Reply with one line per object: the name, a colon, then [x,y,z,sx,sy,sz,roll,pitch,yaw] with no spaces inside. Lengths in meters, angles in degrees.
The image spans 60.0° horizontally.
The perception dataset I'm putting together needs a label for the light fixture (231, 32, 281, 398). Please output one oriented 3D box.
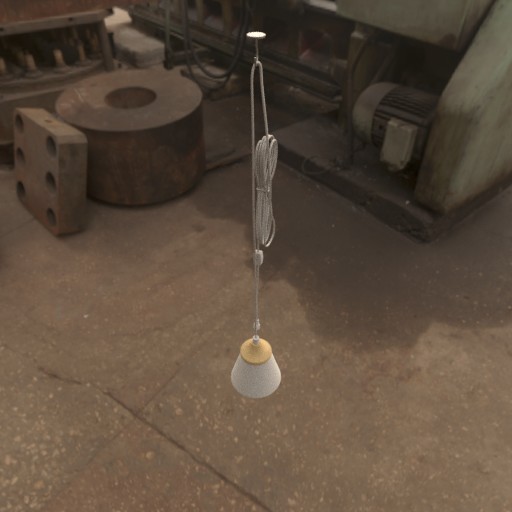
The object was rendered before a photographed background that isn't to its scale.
light fixture: [0.000,0.000,1.051,0.153,0.966,0.153,26,46,27]
